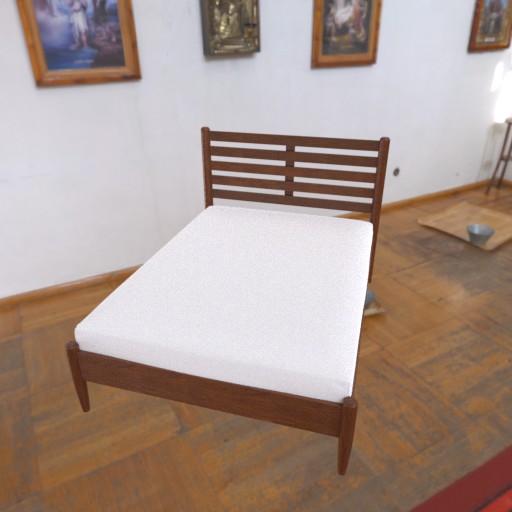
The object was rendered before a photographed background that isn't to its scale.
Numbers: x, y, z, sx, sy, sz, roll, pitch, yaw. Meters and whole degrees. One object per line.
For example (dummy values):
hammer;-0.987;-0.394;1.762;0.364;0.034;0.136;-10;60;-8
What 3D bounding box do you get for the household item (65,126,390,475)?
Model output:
household item;0.000;0.000;3.201;1.663;1.356;2.232;7;28;14
